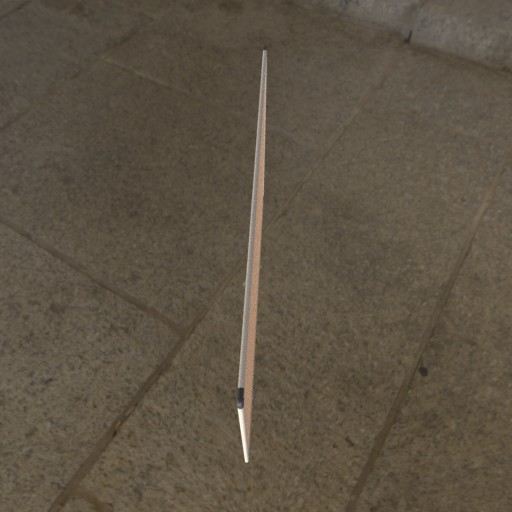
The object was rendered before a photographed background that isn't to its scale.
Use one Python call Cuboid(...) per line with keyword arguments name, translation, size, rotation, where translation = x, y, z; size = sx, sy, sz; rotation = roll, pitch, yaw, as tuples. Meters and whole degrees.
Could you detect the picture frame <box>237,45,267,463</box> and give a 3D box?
Cuboid(name="picture frame", translation=(0.000, 0.000, 1.140), size=(0.010, 0.600, 0.900), rotation=(3, 57, 2))
